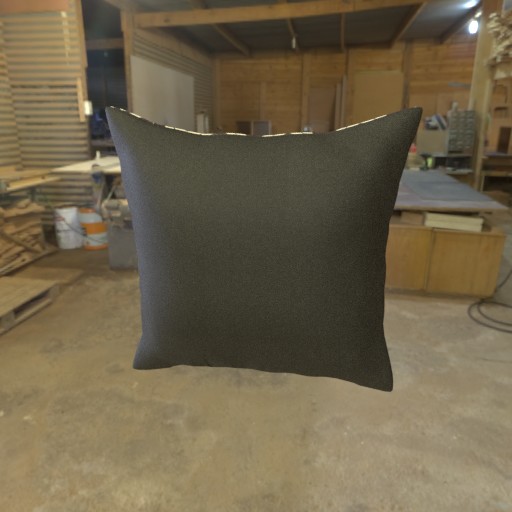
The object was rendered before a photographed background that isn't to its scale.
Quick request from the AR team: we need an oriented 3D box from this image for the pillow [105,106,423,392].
[{"bbox_3d":[0.000,0.000,0.770,0.504,0.494,0.188,3,18,8],"label":"pillow"}]
